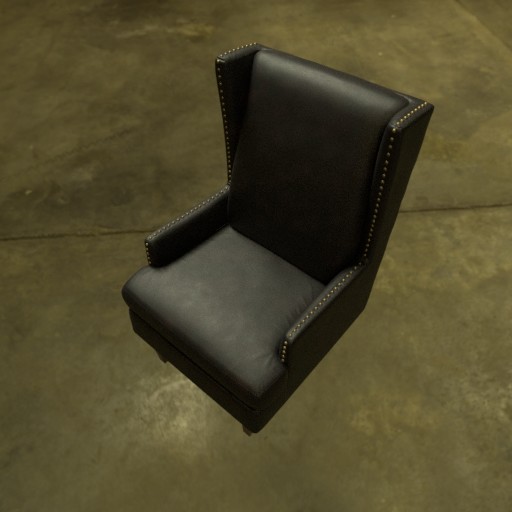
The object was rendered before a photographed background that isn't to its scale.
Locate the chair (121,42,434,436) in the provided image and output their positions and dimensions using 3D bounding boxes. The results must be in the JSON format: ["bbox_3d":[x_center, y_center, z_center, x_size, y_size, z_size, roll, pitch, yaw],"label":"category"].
[{"bbox_3d":[0.000,0.000,1.611,0.703,1.142,0.799,32,55,26],"label":"chair"}]
